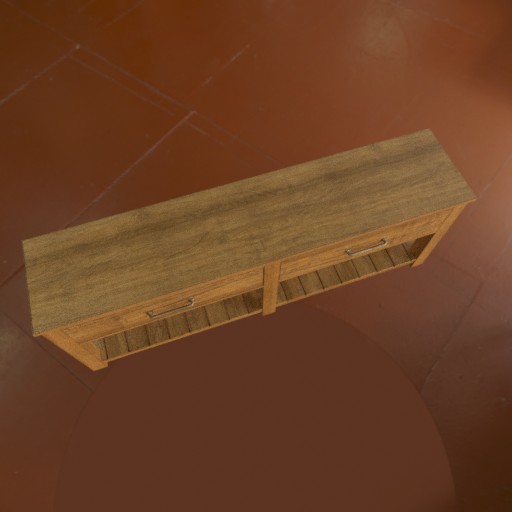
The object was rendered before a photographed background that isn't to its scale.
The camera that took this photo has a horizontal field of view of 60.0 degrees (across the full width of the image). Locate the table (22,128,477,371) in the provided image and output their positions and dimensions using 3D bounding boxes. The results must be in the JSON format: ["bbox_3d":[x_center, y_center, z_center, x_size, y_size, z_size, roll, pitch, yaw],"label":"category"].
[{"bbox_3d":[0.000,0.000,2.075,1.815,0.635,0.425,-17,64,-8],"label":"table"}]
